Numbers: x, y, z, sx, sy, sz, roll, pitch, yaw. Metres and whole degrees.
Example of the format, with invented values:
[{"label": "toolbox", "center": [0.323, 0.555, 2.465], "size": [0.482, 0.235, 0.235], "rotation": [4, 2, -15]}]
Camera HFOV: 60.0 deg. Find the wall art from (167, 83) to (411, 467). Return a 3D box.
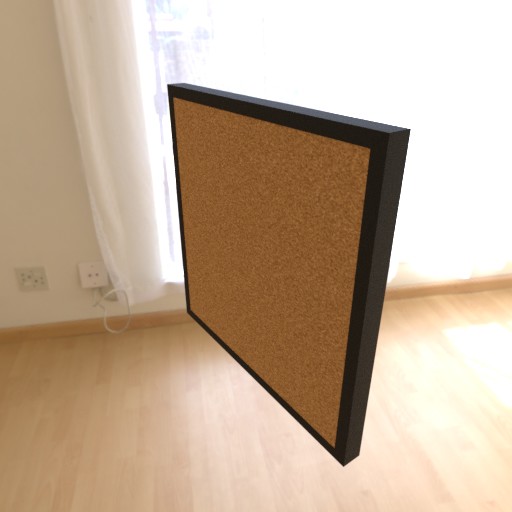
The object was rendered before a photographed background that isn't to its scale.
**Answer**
[{"label": "wall art", "center": [0.000, 0.000, 0.752], "size": [0.036, 0.503, 0.506], "rotation": [-18, 33, -31]}]
